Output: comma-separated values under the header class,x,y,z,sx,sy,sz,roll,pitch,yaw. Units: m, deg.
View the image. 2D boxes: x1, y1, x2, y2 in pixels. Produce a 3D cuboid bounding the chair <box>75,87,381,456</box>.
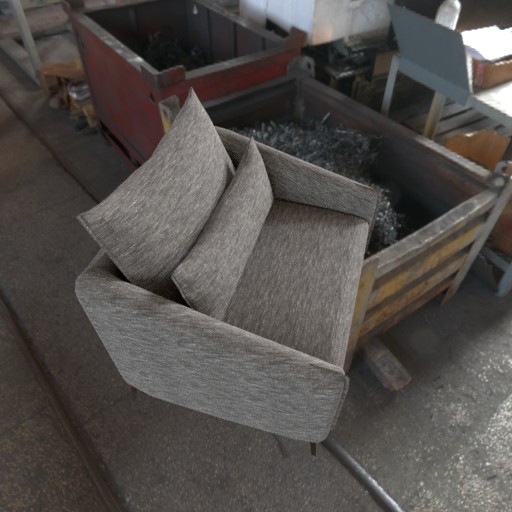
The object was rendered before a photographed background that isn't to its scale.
class,x,y,z,sx,sy,sz,roll,pitch,yaw
chair,0.000,0.000,1.621,0.805,0.842,1.004,12,47,12
